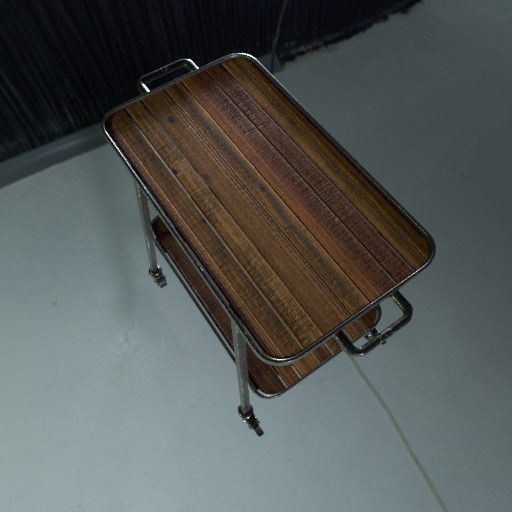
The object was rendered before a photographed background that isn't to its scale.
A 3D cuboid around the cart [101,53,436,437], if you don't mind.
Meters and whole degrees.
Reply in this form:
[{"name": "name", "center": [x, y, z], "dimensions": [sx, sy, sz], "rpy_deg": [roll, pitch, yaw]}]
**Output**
[{"name": "cart", "center": [0.000, 0.000, 1.223], "dimensions": [0.515, 0.700, 0.806], "rpy_deg": [-32, 67, -15]}]
